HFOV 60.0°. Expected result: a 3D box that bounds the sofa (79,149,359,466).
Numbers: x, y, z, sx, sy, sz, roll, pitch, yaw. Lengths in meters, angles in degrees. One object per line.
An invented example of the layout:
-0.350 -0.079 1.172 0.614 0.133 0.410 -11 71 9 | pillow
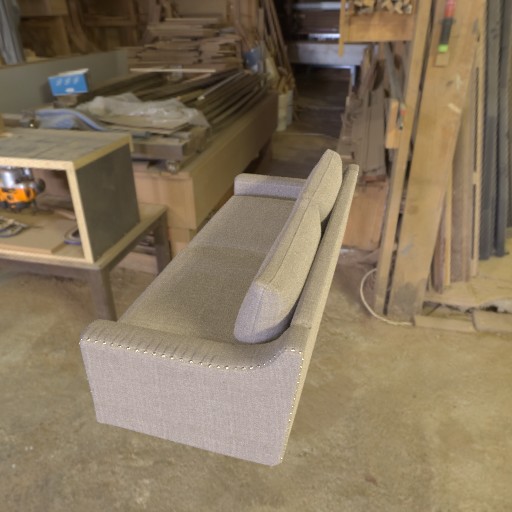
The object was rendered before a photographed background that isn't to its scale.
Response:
0.000 0.000 2.723 1.000 0.857 2.208 8 30 14 | sofa
